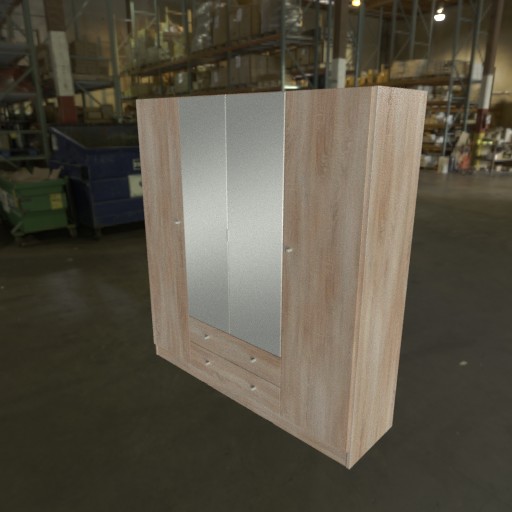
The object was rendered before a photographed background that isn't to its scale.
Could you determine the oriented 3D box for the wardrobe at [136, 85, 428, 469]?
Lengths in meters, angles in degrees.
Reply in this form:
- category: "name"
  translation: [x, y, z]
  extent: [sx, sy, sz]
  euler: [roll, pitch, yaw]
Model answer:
- category: "wardrobe"
  translation: [0.000, 0.000, 3.170]
  extent: [1.998, 2.159, 0.598]
  euler: [15, 23, 41]
